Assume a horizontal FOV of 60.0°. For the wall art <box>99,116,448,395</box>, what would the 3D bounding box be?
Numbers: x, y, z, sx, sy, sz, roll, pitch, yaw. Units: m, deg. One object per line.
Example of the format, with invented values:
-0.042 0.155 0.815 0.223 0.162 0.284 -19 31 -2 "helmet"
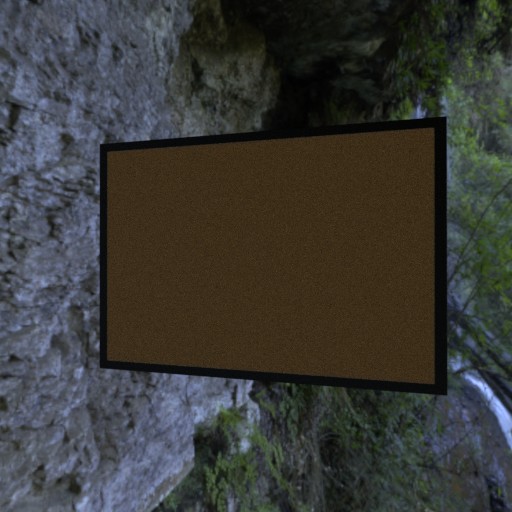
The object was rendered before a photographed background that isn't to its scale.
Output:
0.000 0.000 0.826 0.657 0.458 0.027 0 0 16 "wall art"
